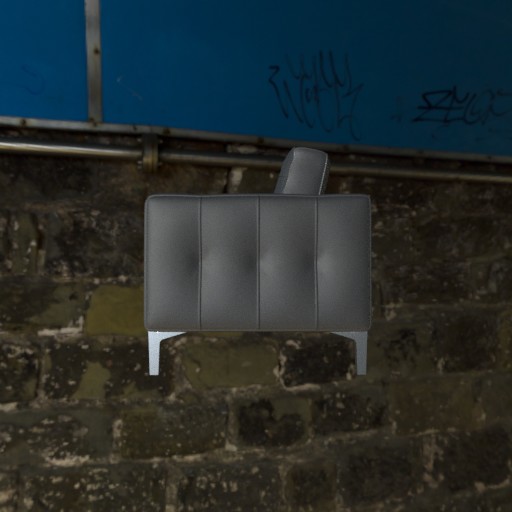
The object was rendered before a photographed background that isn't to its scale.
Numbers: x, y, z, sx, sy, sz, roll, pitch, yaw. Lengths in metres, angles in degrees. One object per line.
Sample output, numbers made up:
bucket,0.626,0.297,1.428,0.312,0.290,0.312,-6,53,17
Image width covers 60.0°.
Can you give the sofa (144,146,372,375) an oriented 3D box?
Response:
sofa,0.000,0.000,2.685,0.833,0.893,2.275,0,-1,0
